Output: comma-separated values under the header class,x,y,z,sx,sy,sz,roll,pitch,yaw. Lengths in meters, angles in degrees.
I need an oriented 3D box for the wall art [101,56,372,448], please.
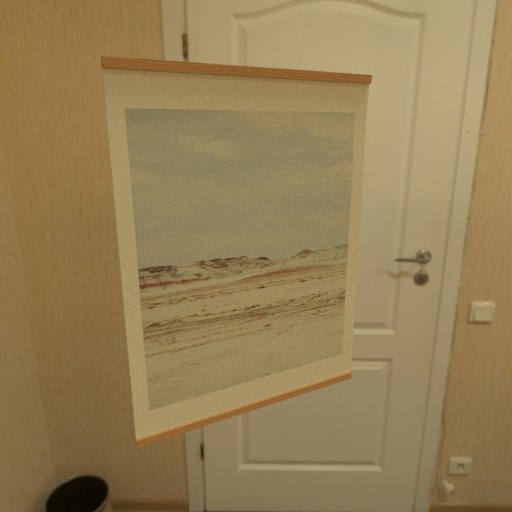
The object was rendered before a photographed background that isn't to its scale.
class,x,y,z,sx,sy,sz,roll,pitch,yaw
wall art,0.000,0.000,0.768,0.458,0.605,0.011,-8,18,-27
